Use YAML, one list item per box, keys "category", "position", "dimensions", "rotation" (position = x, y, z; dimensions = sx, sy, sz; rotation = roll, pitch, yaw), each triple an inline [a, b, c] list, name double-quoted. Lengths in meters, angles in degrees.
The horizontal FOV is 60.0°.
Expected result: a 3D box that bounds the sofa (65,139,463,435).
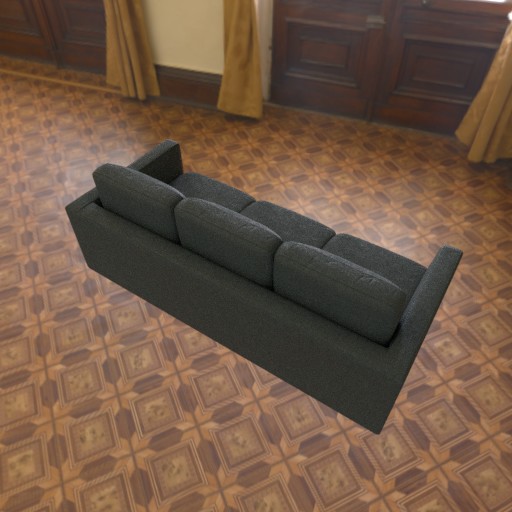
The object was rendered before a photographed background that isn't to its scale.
- category: "sofa"
  position: [0.000, 0.000, 2.583]
  dimensions: [2.013, 0.945, 0.935]
  rotation: [25, 51, 23]
